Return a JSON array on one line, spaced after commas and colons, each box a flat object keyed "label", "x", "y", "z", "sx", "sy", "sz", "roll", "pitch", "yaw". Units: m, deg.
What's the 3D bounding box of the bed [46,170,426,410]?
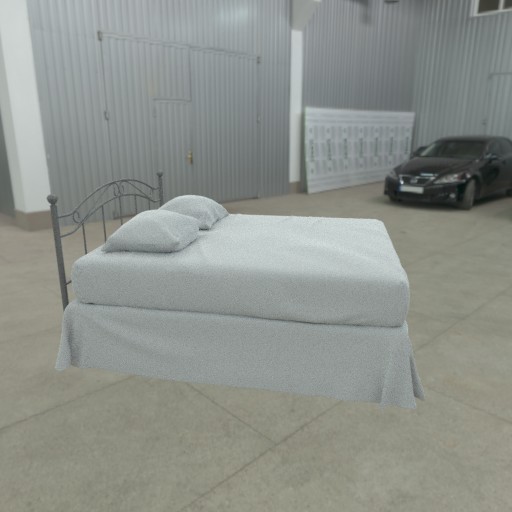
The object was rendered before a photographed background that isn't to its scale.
[{"label": "bed", "x": 0.000, "y": 0.000, "z": 3.282, "sx": 2.215, "sy": 1.080, "sz": 1.936, "roll": 3, "pitch": 16, "yaw": 11}]
